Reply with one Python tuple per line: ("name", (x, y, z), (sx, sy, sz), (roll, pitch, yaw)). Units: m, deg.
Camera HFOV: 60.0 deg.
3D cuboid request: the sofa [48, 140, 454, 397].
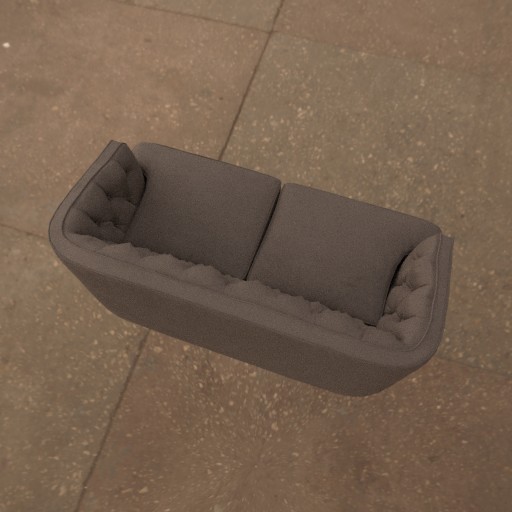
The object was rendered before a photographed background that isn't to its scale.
("sofa", (0.000, 0.000, 2.237), (1.733, 0.855, 0.941), (17, 66, 8))
